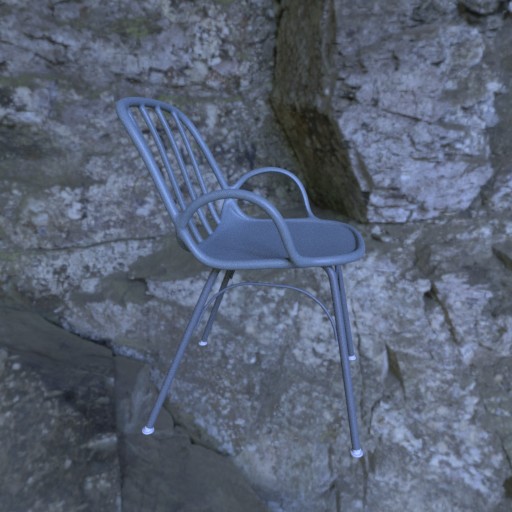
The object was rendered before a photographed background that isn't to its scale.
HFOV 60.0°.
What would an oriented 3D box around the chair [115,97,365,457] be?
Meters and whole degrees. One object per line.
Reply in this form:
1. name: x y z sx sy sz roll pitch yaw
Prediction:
1. chair: 0.000 0.000 1.205 0.597 0.816 0.549 3 16 10
